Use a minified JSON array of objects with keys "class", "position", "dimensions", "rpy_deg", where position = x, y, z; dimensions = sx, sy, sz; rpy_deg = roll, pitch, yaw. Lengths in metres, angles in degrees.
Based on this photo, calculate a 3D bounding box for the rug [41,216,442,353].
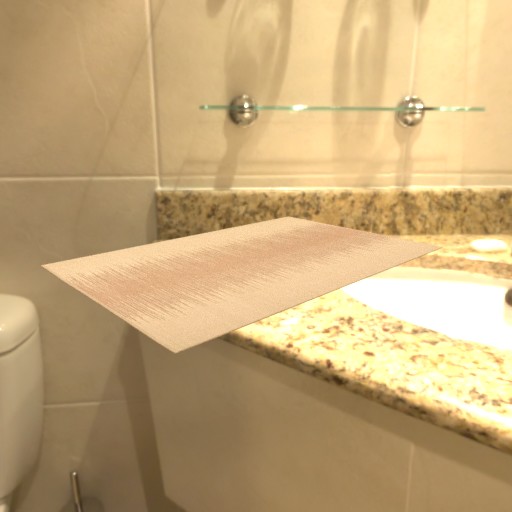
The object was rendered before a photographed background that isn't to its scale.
[{"class":"rug","position":[0.000,0.000,2.422],"dimensions":[1.850,0.006,1.234],"rpy_deg":[-15,22,-41]}]
